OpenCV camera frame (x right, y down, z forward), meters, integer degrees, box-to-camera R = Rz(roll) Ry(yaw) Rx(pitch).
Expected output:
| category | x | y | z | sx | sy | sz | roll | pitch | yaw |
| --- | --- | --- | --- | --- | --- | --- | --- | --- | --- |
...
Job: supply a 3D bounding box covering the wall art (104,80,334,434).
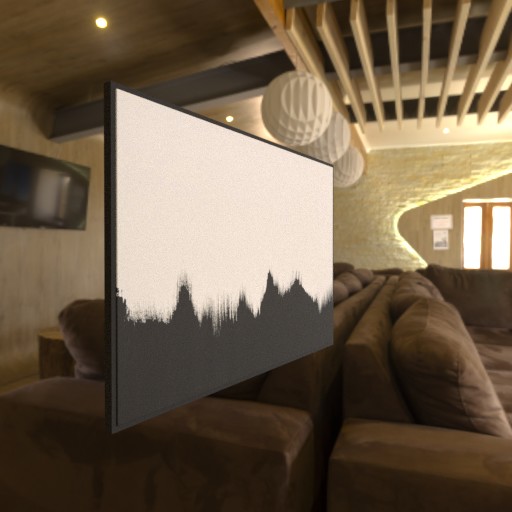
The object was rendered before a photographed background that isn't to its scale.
| category | x | y | z | sx | sy | sz | roll | pitch | yaw |
| --- | --- | --- | --- | --- | --- | --- | --- | --- | --- |
| wall art | 0.000 | 0.000 | 1.503 | 0.028 | 0.805 | 1.190 | 0 | 1 | 35 |
